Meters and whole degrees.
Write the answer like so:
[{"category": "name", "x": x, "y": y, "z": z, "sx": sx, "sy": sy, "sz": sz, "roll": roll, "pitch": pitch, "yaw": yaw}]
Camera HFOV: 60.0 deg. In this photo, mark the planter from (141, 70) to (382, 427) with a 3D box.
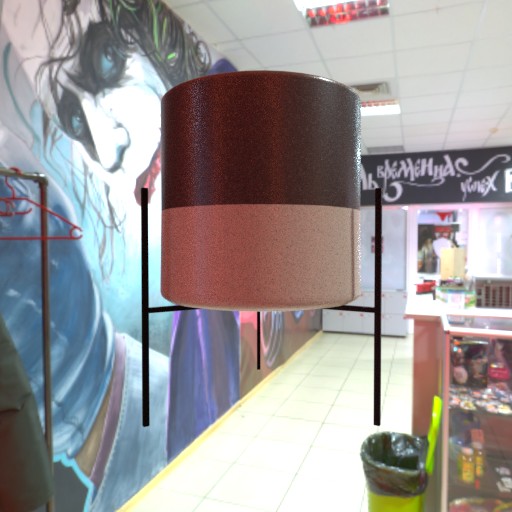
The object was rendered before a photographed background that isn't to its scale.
[{"category": "planter", "x": 0.000, "y": 0.000, "z": 0.517, "sx": 0.260, "sy": 0.353, "sz": 0.250, "roll": -1, "pitch": 2, "yaw": -37}]
